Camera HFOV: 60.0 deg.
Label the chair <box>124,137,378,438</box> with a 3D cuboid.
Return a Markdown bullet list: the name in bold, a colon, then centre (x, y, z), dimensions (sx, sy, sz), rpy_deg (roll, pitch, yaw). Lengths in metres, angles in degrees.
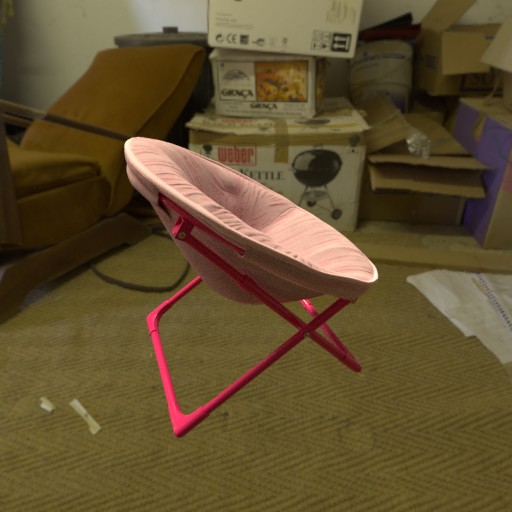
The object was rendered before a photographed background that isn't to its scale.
- **chair**: centre (0.000, 0.000, 0.913), dimensions (0.459, 0.494, 0.522), rpy_deg (-10, 32, -17)
